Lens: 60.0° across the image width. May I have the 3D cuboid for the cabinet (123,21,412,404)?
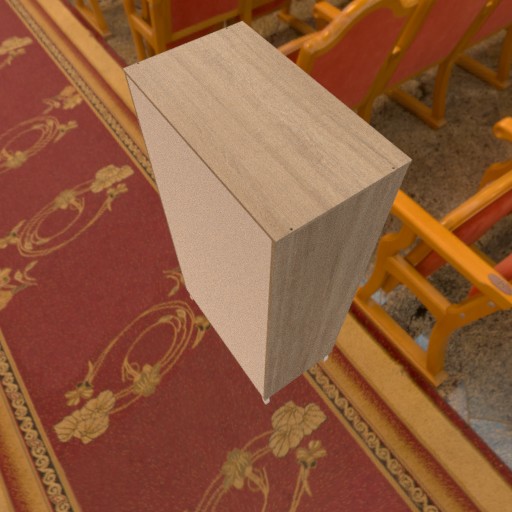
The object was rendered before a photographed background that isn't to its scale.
[{"bbox_3d":[0.000,0.000,2.462,0.571,1.999,1.006,-31,63,-18],"label":"cabinet"}]
